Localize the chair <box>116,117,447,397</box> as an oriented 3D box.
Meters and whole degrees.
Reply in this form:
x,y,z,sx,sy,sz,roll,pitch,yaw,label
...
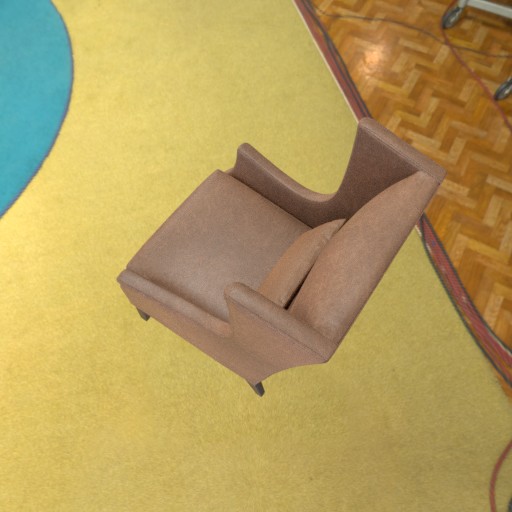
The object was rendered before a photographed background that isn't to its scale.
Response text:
x,y,z,sx,sy,sz,roll,pitch,yaw,label
0.000,0.000,1.748,0.913,1.088,0.815,32,67,16,chair
